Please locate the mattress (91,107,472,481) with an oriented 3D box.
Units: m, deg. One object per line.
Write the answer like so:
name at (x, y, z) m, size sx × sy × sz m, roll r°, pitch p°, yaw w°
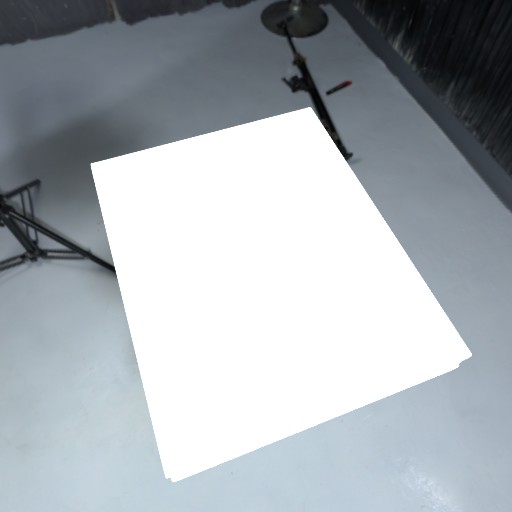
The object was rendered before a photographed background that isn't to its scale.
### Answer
mattress at (0.000, 0.000, 2.682) m, size 1.600 × 0.230 × 2.000 m, roll -18°, pitch 60°, yaw -11°
